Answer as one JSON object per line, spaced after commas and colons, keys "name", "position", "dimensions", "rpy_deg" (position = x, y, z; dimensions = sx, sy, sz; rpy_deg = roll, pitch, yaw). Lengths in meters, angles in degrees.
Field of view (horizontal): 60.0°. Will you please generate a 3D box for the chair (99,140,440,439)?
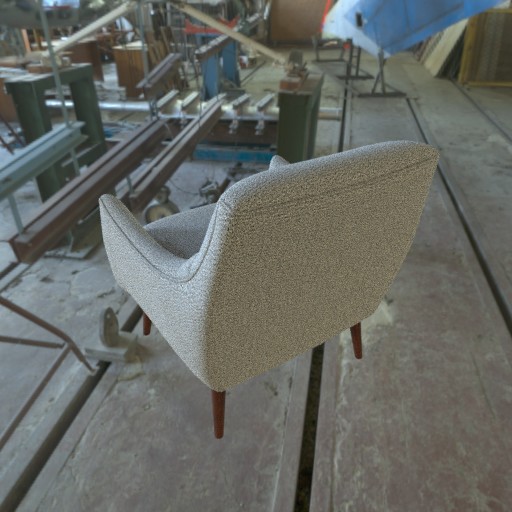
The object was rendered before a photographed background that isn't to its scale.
{"name": "chair", "position": [0.000, 0.000, 1.428], "dimensions": [0.762, 0.838, 0.787], "rpy_deg": [-19, 36, -29]}
